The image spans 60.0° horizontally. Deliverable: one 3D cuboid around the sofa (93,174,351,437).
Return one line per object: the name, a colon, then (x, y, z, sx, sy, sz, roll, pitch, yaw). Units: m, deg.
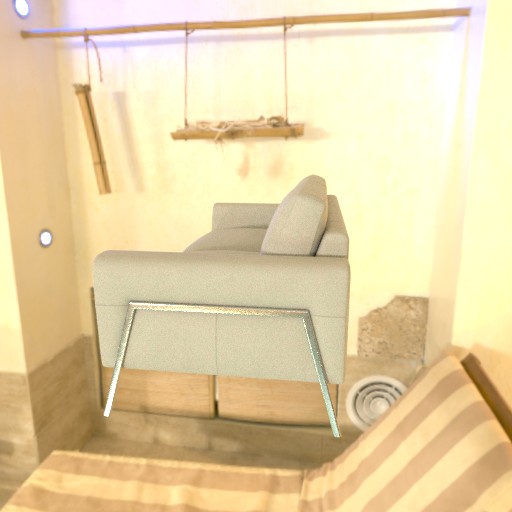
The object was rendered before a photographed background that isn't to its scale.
sofa: (0.000, 0.000, 2.559, 0.953, 0.875, 2.017, 2, 13, 8)
